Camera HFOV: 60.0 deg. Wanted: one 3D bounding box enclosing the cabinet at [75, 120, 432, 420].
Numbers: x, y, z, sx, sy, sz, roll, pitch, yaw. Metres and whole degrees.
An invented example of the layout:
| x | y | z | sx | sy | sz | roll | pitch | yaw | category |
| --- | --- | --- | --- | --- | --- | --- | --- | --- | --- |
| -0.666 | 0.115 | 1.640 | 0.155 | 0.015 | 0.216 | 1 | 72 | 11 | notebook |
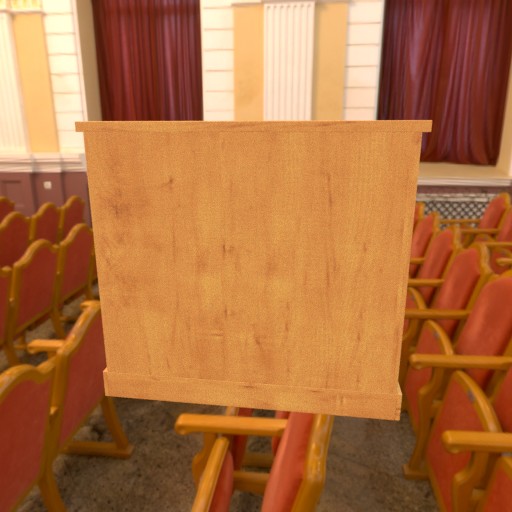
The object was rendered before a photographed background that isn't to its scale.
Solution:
| x | y | z | sx | sy | sz | roll | pitch | yaw | category |
| --- | --- | --- | --- | --- | --- | --- | --- | --- | --- |
| 0.000 | 0.000 | 1.456 | 0.920 | 0.840 | 0.450 | 2 | 16 | 8 | cabinet |
